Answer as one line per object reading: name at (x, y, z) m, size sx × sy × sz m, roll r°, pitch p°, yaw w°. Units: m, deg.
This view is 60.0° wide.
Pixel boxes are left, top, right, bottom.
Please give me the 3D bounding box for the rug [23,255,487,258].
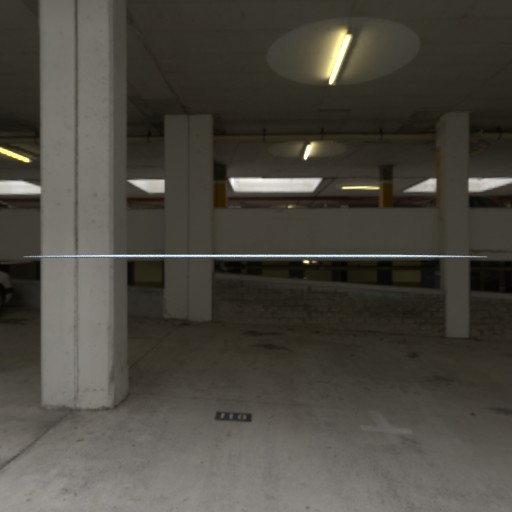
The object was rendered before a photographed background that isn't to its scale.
rug at (0.000, 0.000, 2.942) m, size 2.286 × 0.006 × 1.522 m, roll 0°, pitch 0°, yaw 1°
